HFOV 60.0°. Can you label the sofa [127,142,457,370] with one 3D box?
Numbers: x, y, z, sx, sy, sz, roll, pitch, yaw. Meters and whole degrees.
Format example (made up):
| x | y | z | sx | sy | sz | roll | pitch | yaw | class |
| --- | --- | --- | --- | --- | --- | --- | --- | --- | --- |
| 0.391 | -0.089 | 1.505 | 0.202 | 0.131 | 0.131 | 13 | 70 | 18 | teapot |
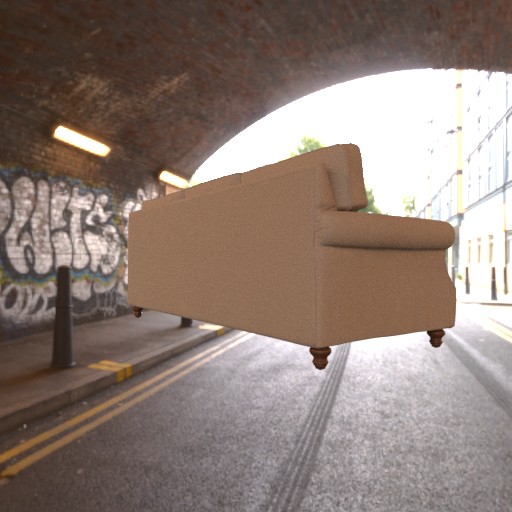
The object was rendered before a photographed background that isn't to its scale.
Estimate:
| x | y | z | sx | sy | sz | roll | pitch | yaw | class |
| --- | --- | --- | --- | --- | --- | --- | --- | --- | --- |
| 0.000 | 0.000 | 2.868 | 0.966 | 0.948 | 2.354 | 1 | -1 | -35 | sofa |
